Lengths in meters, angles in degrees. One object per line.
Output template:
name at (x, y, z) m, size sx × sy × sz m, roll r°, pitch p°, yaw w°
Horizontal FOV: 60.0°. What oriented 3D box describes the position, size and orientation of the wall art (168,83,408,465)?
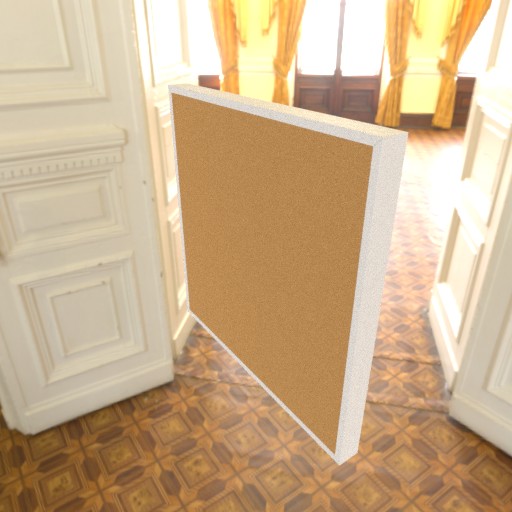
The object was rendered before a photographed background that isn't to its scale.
wall art at (0.000, 0.000, 0.767) m, size 0.040 × 0.509 × 0.509 m, roll -18°, pitch 33°, yaw -31°
